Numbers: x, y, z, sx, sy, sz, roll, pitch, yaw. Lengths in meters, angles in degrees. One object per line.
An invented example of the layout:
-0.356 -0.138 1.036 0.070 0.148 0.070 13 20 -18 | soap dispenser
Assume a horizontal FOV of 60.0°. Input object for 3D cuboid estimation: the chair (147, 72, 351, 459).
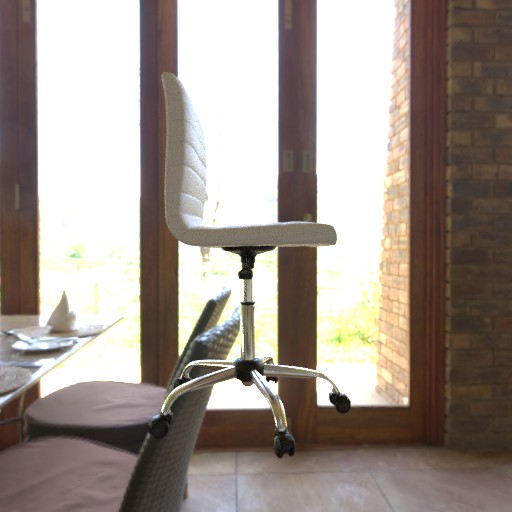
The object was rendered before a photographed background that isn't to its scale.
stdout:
0.000 0.000 1.066 0.455 0.750 0.520 0 0 0 | chair
